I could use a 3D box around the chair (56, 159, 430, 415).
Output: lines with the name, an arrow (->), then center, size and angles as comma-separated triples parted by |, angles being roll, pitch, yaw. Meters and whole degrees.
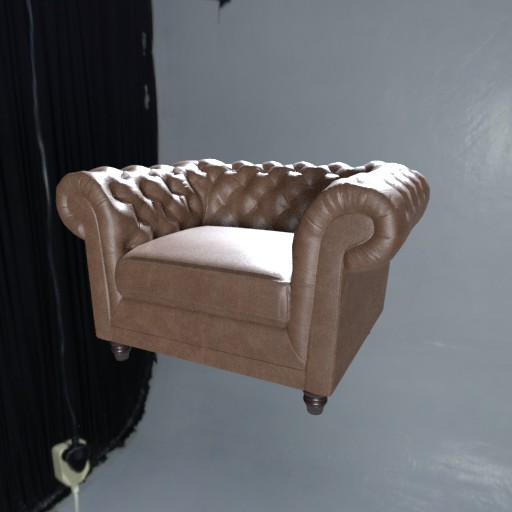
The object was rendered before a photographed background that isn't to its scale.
chair -> 0.000, 0.000, 1.886 | 1.298, 0.784, 0.954 | 7, 16, 26
